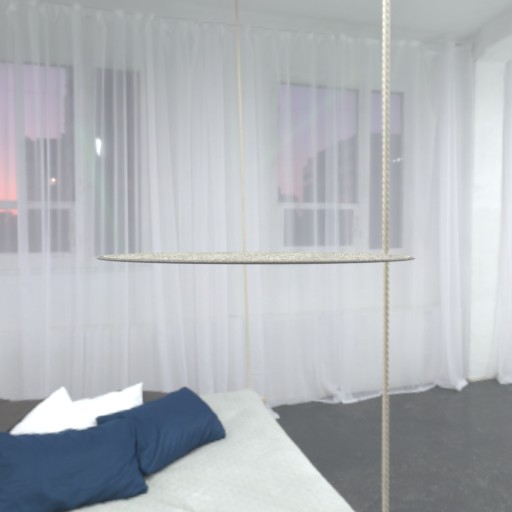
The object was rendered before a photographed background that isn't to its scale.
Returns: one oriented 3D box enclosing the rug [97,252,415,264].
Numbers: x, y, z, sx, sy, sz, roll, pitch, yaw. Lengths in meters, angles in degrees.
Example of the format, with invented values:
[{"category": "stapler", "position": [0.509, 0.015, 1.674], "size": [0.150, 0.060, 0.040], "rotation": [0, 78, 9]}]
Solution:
[{"category": "rug", "position": [0.000, 0.000, 2.357], "size": [1.593, 0.012, 1.593], "rotation": [0, 2, 0]}]
